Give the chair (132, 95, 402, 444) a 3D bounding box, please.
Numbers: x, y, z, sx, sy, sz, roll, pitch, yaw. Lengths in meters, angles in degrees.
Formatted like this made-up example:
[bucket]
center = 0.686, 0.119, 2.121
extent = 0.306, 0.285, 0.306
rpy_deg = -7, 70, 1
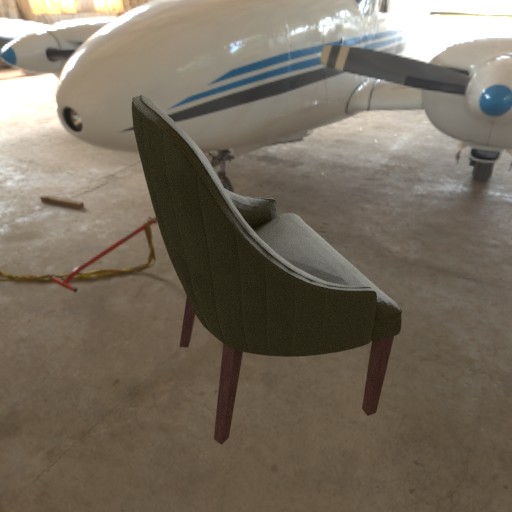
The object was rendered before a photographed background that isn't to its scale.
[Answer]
[chair]
center = 0.000, 0.000, 1.264
extent = 0.575, 0.889, 0.643
rpy_deg = -12, 32, -19
